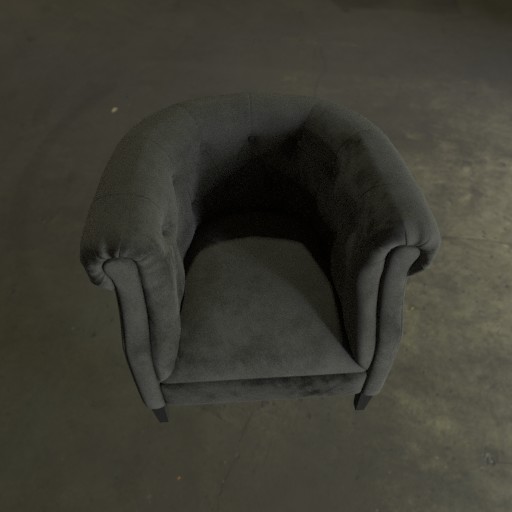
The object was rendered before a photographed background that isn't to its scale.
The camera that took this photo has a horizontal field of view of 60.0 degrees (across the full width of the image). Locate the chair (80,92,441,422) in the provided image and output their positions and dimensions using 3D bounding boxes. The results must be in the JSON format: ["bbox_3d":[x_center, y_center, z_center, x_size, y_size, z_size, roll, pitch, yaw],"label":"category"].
[{"bbox_3d":[0.000,0.000,1.521,0.904,0.826,0.851,-3,47,-2],"label":"chair"}]
